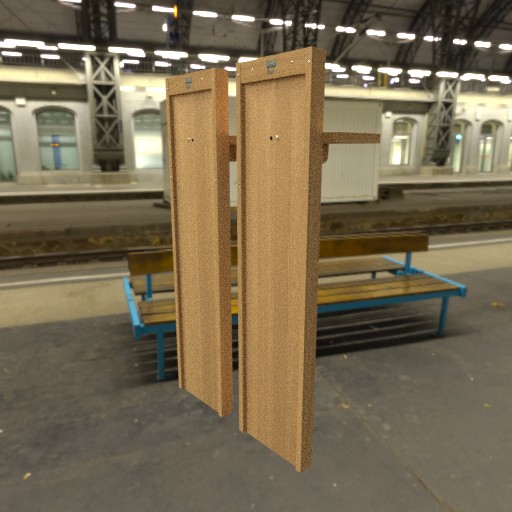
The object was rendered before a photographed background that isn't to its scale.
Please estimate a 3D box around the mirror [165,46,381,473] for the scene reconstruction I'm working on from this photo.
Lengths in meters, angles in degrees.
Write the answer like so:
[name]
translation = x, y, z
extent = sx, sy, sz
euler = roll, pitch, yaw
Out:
[mirror]
translation = 0.000, 0.000, 1.597
extent = 0.260, 1.250, 0.800
euler = -12, 18, -41
